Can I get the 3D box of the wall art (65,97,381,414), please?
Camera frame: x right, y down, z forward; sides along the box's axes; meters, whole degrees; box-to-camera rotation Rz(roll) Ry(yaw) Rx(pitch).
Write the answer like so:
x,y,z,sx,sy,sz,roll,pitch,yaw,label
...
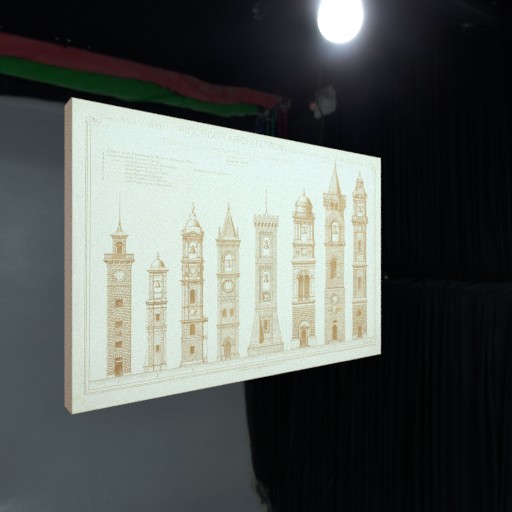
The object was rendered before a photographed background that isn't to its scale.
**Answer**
x,y,z,sx,sy,sz,roll,pitch,yaw,label
0.000,0.000,0.762,0.609,0.407,0.039,0,0,-35,wall art
